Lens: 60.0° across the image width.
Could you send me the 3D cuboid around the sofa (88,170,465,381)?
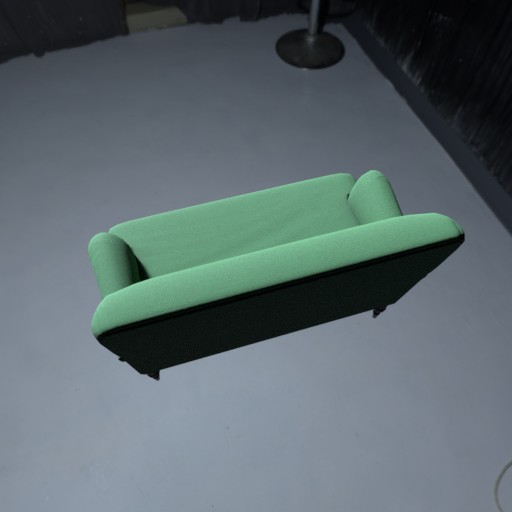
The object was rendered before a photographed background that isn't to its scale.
[{"bbox_3d":[0.000,0.000,1.861,1.297,0.889,0.779,-14,58,-9],"label":"sofa"}]
